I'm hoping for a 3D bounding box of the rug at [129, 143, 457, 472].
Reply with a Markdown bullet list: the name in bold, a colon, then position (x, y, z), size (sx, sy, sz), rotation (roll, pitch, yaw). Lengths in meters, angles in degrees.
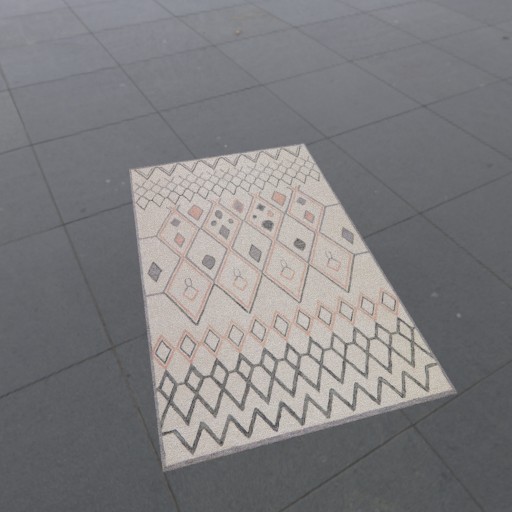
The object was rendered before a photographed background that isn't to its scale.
- **rug**: position (0.000, 0.000, 2.979), size (1.524, 0.015, 2.438), rotation (-11, 47, -10)
